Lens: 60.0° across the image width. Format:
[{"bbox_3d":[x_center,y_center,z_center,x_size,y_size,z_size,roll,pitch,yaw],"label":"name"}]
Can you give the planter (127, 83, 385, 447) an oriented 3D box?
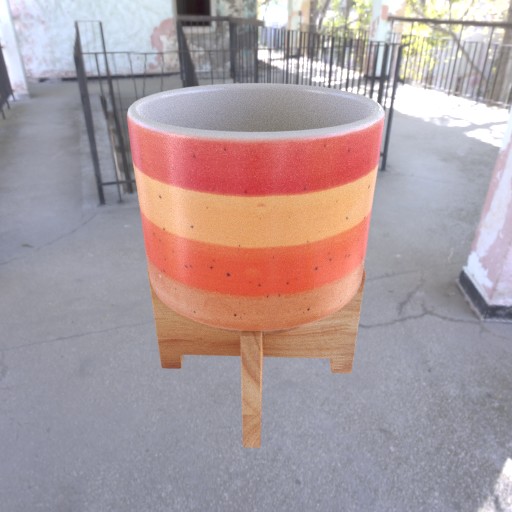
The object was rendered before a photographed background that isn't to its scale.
[{"bbox_3d":[0.000,0.000,0.402,0.199,0.268,0.199,0,30,0],"label":"planter"}]
